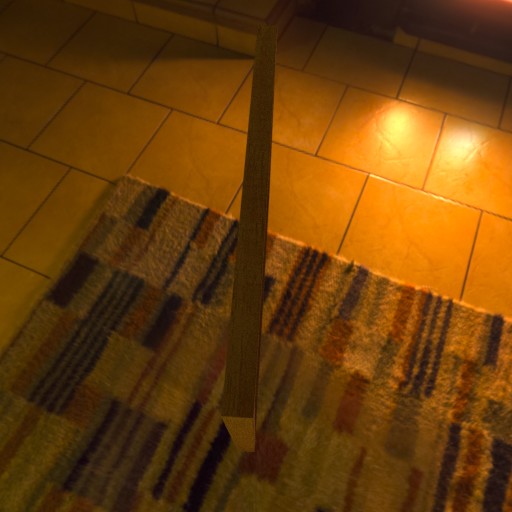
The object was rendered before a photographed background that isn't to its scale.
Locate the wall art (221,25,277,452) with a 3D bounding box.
[{"bbox_3d":[0.000,0.000,1.713,0.070,1.009,1.320,3,62,2],"label":"wall art"}]
